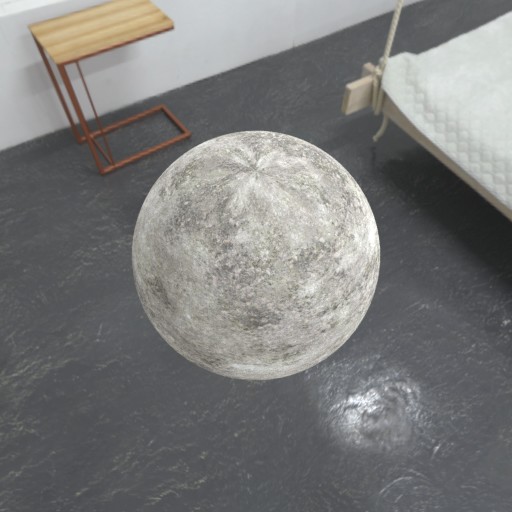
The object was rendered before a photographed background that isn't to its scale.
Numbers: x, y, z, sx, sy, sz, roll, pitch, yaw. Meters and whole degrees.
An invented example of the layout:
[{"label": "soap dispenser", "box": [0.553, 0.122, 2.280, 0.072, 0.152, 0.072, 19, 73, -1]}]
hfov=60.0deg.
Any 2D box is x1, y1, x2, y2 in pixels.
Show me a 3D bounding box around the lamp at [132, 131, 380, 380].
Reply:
[{"label": "lamp", "box": [0.000, 0.000, 0.783, 0.422, 0.429, 0.422, 0, 58, 0]}]
